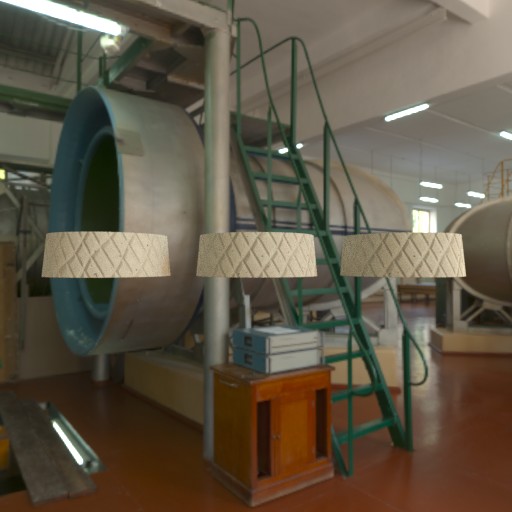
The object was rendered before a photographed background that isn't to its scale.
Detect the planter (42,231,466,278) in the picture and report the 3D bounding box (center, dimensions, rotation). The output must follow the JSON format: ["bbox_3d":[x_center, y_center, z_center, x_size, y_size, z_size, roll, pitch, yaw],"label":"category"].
[{"bbox_3d":[0.000,0.000,0.420,0.390,0.038,0.114,0,-1,-2],"label":"planter"}]
